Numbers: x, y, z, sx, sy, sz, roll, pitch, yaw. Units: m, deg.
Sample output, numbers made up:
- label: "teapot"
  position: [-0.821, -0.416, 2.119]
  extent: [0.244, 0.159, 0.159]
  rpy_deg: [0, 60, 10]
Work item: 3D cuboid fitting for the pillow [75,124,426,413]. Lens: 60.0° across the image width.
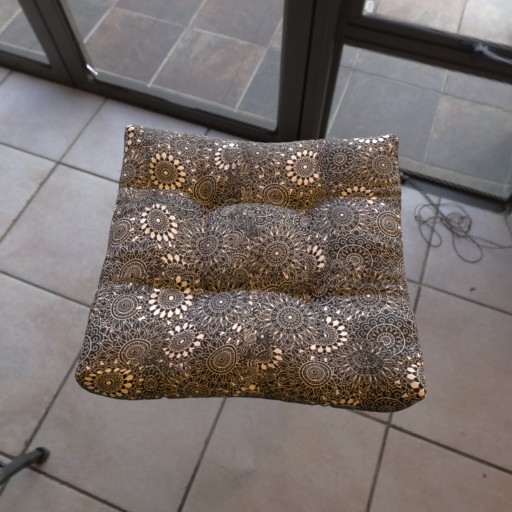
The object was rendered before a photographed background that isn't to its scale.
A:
- label: "pillow"
  position: [0.000, 0.000, 0.723]
  extent: [0.490, 0.128, 0.468]
  rpy_deg: [2, 64, 1]
